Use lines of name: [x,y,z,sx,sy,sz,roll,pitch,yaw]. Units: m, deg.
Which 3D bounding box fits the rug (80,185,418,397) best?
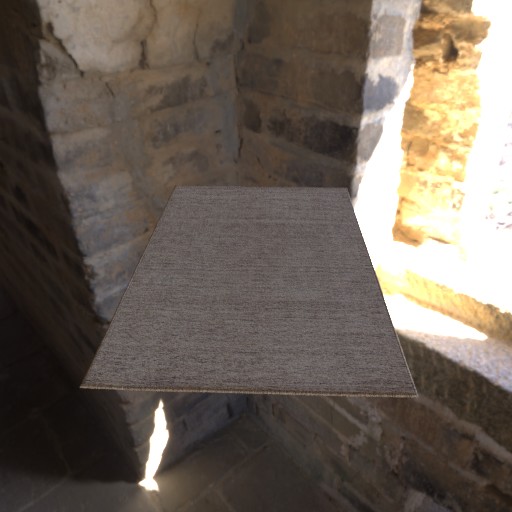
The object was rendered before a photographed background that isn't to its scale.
rug: [0.000,0.000,2.350,1.211,0.018,1.822,1,32,2]
